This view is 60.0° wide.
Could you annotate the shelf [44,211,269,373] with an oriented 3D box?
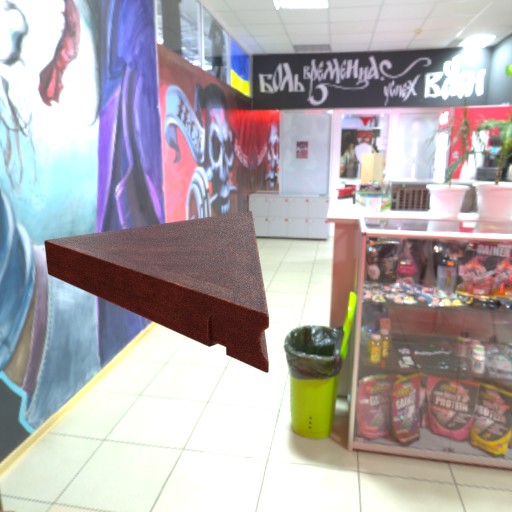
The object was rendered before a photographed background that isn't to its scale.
[{"bbox_3d":[0.000,0.000,0.445,0.296,0.035,0.296,12,18,42],"label":"shelf"}]
